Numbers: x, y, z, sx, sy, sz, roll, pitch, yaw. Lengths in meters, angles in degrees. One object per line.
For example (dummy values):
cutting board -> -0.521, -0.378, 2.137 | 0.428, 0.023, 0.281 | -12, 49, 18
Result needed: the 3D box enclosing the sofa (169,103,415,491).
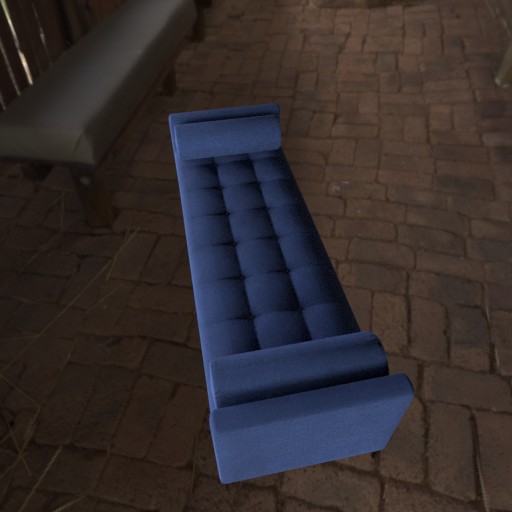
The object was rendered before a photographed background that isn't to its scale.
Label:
sofa -> 0.000, 0.000, 2.292 | 0.686, 0.635, 1.981 | -8, 48, -8
